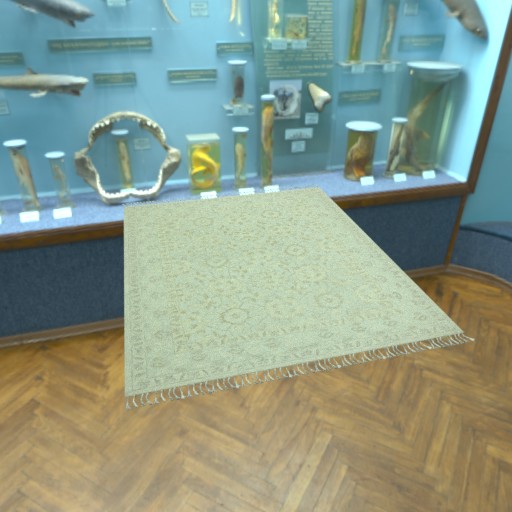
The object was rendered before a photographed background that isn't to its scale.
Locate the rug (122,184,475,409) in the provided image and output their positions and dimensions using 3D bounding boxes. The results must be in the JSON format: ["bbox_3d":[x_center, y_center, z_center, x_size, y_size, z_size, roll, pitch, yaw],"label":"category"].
[{"bbox_3d":[0.000,0.000,4.140,2.444,0.013,3.043,-8,32,-12],"label":"rug"}]
